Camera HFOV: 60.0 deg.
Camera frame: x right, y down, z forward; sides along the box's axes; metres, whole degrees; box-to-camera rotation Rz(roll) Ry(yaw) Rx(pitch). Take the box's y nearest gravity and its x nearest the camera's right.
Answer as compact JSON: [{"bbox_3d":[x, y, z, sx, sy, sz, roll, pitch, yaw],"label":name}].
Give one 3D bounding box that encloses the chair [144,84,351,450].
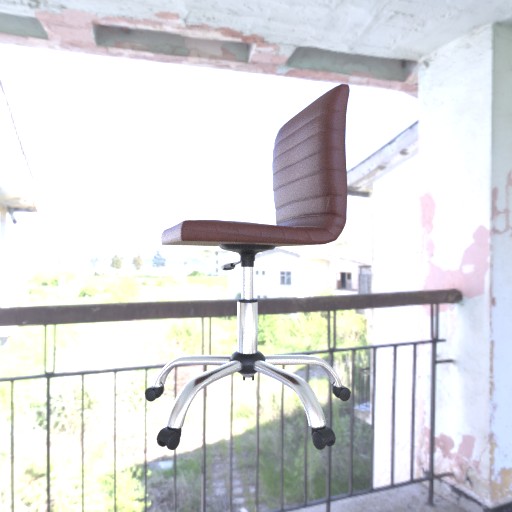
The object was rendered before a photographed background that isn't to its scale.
[{"bbox_3d":[0.000,0.000,1.127,0.530,0.780,0.556,0,0,-18],"label":"chair"}]
